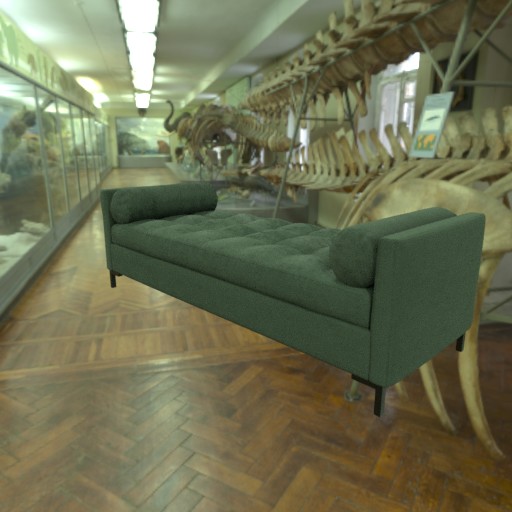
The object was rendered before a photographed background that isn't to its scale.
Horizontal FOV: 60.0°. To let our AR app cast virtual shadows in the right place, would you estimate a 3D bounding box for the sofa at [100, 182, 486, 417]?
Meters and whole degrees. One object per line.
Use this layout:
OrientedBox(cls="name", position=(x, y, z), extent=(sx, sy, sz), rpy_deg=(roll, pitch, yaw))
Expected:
OrientedBox(cls="sofa", position=(0.000, 0.000, 2.472), extent=(0.817, 0.681, 2.130), rpy_deg=(-14, 20, -43))
